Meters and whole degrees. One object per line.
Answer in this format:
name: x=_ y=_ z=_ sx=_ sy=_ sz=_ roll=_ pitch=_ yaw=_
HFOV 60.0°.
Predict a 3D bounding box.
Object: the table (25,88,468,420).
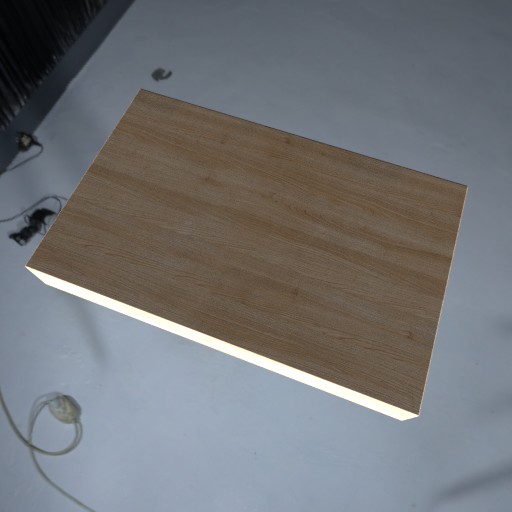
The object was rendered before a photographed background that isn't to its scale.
table: x=0.000 y=0.000 z=1.478 sx=1.100 sy=0.440 sz=0.700 roll=19 pitch=67 yaw=9
